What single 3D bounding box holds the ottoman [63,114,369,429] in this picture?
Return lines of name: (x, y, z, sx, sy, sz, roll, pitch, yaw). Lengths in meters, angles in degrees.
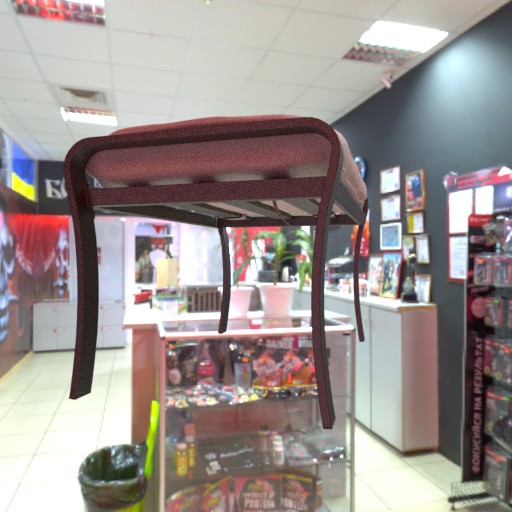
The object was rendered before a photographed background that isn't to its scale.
ottoman: (0.000, 0.000, 0.885, 0.406, 0.422, 0.610, 0, 0, 17)
